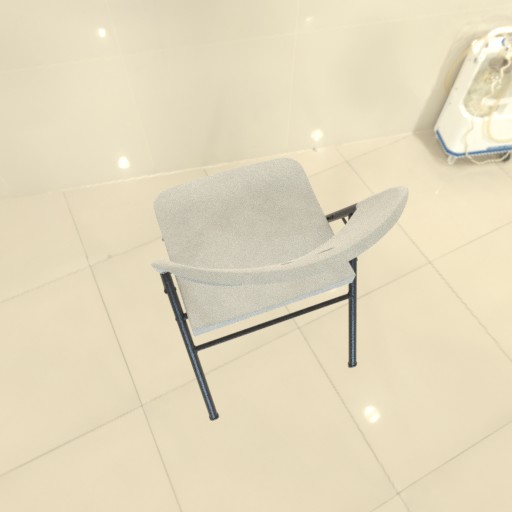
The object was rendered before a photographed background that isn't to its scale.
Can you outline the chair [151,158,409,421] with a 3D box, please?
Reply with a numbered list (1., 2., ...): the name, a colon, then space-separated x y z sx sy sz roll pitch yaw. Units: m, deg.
1. chair: 0.000 0.000 1.156 0.494 0.810 0.566 -18 61 -10
